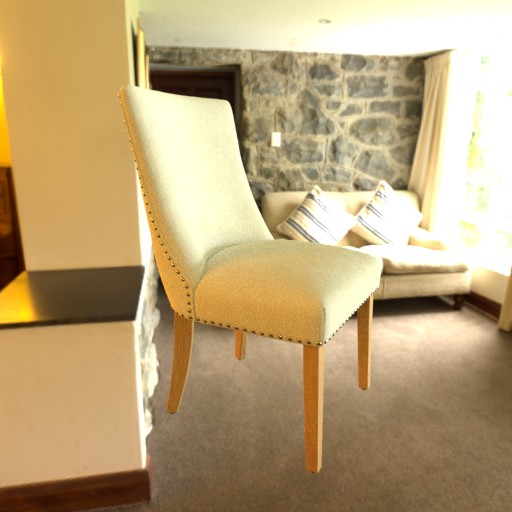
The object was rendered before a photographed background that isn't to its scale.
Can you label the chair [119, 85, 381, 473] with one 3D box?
[{"bbox_3d":[0.000,0.000,1.263,0.610,0.902,0.495,8,16,28],"label":"chair"}]
